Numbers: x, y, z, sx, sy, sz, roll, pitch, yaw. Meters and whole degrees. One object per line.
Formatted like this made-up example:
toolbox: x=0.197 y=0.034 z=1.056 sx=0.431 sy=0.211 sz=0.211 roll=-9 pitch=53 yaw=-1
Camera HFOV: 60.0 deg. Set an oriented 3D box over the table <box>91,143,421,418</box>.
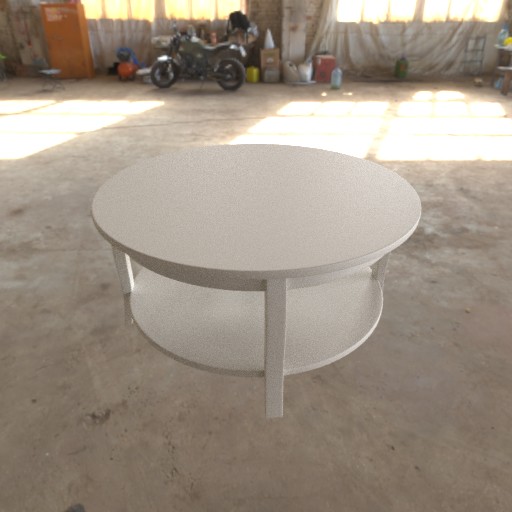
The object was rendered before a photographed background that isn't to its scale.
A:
table: x=0.000 y=0.000 z=1.395 sx=0.910 sy=0.457 sz=0.910 roll=0 pitch=30 yaw=0
